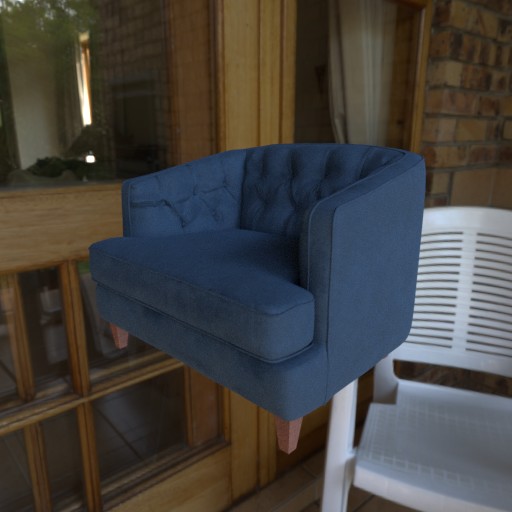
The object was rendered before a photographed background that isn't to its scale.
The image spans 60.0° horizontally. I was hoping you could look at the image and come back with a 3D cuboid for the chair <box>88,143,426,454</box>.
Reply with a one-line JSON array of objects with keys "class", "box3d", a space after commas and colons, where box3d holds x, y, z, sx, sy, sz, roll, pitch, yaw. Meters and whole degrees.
[{"class": "chair", "box3d": [0.000, 0.000, 1.744, 1.094, 0.852, 0.940, 14, 20, 42]}]
